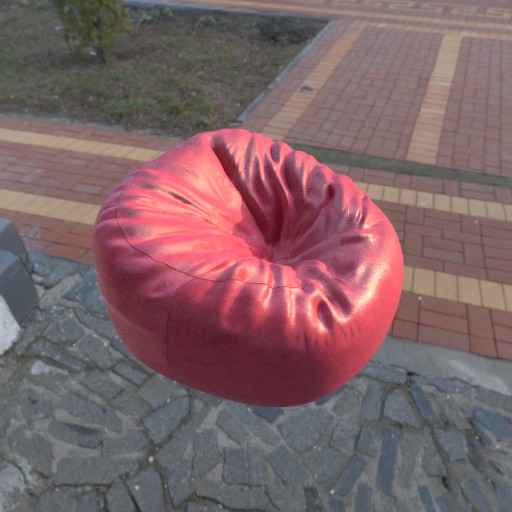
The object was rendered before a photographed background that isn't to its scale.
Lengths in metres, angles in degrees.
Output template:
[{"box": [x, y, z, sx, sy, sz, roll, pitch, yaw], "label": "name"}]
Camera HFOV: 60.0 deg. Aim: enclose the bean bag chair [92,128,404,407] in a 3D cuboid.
[{"box": [0.000, 0.000, 2.381, 1.524, 0.878, 1.524, 24, 46, 26], "label": "bean bag chair"}]
